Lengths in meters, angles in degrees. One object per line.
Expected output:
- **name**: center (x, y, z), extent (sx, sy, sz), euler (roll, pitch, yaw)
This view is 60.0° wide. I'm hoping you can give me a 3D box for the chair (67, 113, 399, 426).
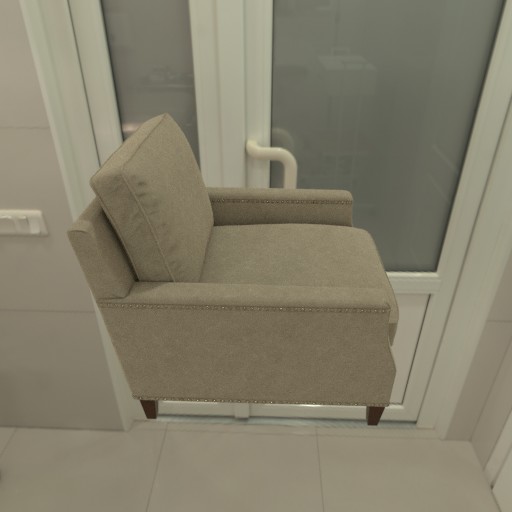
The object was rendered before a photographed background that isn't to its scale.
- **chair**: center (0.000, 0.000, 1.722), extent (1.014, 0.943, 0.853), euler (1, 32, 2)
